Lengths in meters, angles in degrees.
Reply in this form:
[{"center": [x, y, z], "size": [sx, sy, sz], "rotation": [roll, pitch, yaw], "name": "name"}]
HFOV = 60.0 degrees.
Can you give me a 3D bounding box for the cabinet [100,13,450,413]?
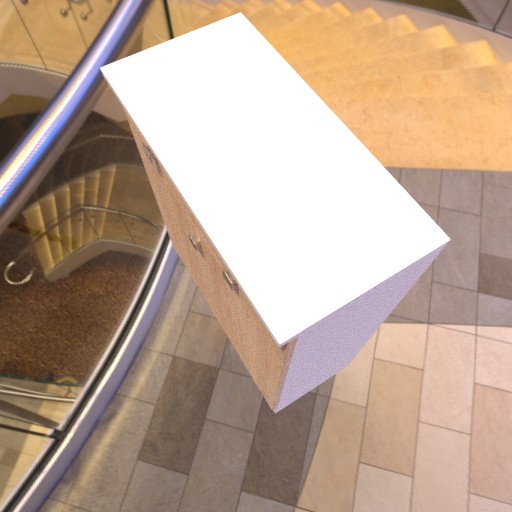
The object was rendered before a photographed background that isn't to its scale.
[{"center": [0.000, 0.000, 1.087], "size": [0.296, 0.815, 0.600], "rotation": [-29, 67, -14], "name": "cabinet"}]
